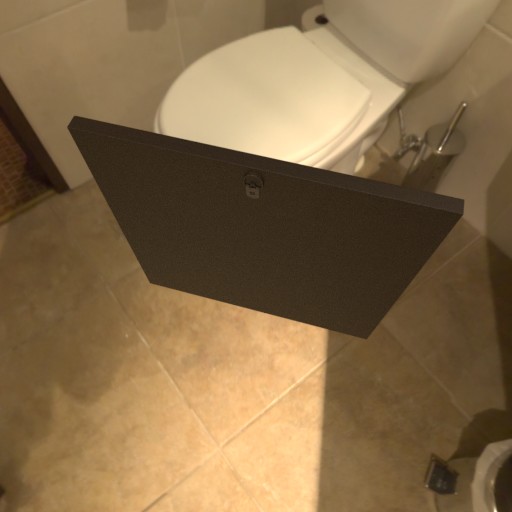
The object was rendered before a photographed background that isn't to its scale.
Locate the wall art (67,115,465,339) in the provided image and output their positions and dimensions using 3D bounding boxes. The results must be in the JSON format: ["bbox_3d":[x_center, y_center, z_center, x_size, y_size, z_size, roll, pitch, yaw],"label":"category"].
[{"bbox_3d":[0.000,0.000,1.233,0.805,0.807,0.043,14,64,7],"label":"wall art"}]
